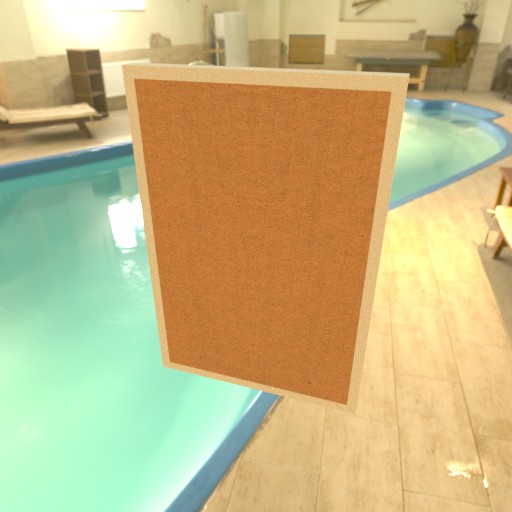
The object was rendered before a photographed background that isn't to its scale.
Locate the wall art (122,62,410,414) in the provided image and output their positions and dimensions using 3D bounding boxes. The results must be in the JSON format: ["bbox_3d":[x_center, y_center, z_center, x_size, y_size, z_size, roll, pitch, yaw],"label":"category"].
[{"bbox_3d":[0.000,0.000,0.547,0.293,0.428,0.025,9,31,16],"label":"wall art"}]
